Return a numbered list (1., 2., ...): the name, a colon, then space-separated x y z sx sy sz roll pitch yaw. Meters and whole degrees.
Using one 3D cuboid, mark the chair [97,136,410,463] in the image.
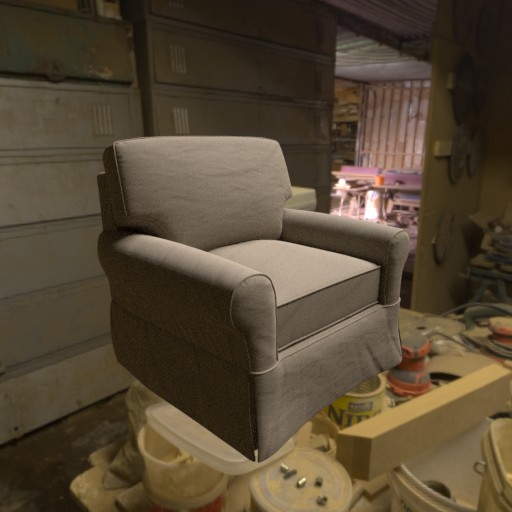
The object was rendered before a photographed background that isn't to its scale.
1. chair: 0.000 0.000 1.943 0.988 1.017 1.135 14 21 43
